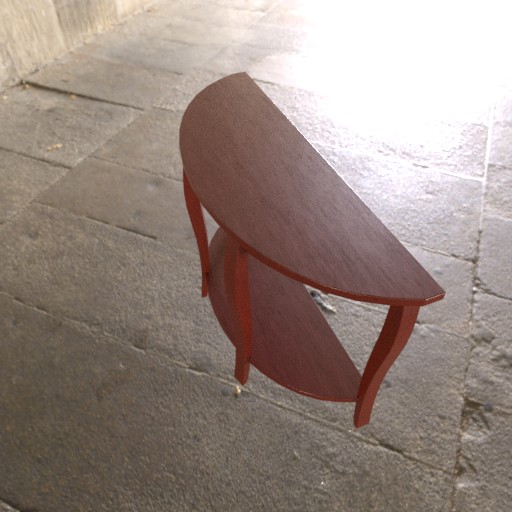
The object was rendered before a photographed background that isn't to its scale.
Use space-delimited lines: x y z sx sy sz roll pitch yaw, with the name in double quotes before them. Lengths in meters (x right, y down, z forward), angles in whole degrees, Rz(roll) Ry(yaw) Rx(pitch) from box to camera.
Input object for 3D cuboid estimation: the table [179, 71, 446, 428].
"table" 0.000 0.000 1.588 0.405 0.779 1.219 -16 48 -15
